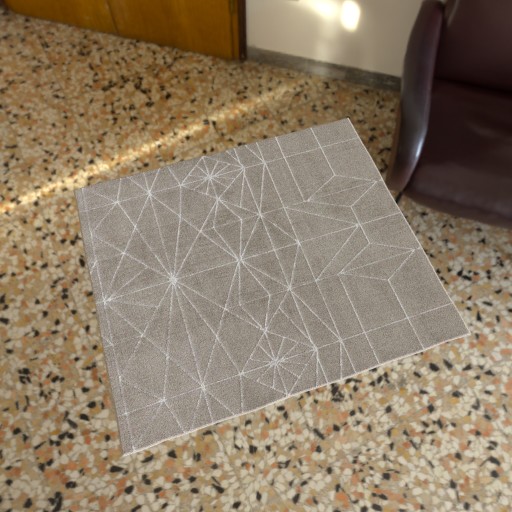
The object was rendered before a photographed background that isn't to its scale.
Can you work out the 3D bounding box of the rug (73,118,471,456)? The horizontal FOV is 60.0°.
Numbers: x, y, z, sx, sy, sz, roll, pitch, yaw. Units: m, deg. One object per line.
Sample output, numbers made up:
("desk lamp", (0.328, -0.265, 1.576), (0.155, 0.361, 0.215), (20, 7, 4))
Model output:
("rug", (0.000, 0.000, 0.872), (0.639, 0.006, 0.548), (-17, 65, -8))
